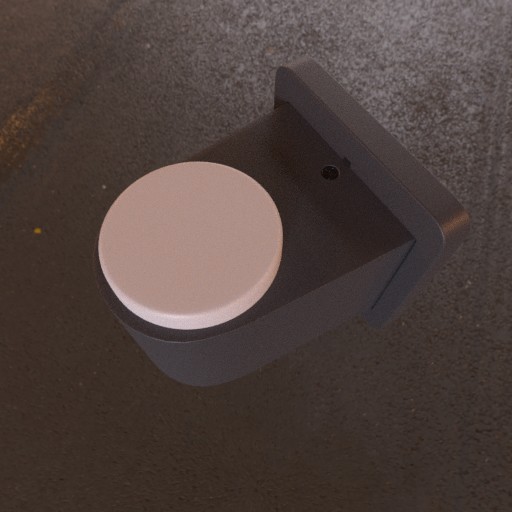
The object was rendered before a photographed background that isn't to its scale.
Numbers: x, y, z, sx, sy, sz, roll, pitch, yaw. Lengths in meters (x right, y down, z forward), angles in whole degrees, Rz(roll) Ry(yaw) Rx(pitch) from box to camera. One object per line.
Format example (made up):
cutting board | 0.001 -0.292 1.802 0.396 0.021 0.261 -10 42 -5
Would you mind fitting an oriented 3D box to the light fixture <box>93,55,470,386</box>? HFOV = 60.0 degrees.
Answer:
light fixture | 0.000 0.000 0.208 0.132 0.109 0.109 -30 66 -14
